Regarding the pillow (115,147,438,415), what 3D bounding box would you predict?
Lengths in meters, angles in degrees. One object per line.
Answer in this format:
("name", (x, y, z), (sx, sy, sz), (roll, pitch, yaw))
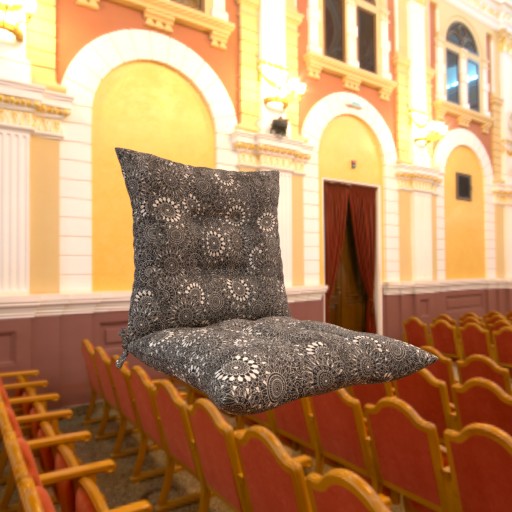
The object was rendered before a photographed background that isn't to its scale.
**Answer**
("pillow", (0.000, 0.000, 1.006), (0.541, 0.536, 0.585), (1, -1, -34))
